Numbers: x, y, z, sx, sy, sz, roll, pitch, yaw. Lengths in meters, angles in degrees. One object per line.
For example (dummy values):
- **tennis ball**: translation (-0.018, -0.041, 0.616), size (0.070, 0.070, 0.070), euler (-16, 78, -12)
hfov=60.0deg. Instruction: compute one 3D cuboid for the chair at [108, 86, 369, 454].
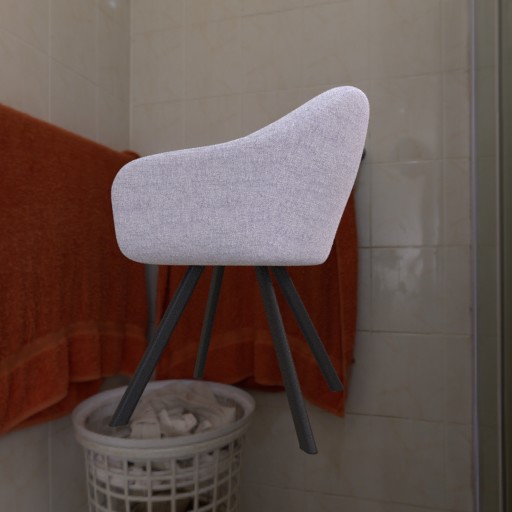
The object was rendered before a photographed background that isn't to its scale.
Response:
- **chair**: translation (0.000, 0.000, 1.148), size (0.570, 0.780, 0.540), euler (0, 0, 18)
